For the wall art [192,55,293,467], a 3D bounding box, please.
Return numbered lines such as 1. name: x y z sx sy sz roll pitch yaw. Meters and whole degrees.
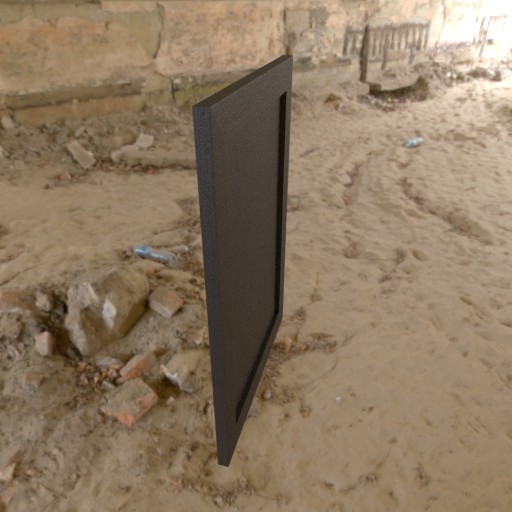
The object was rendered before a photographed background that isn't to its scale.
1. wall art: 0.000 0.000 0.667 0.017 0.513 0.359 8 32 13
